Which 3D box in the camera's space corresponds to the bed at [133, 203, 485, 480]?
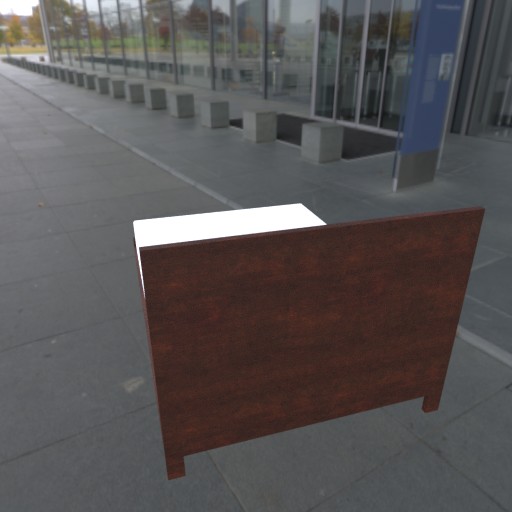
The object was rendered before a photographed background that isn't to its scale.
[{"bbox_3d":[0.000,0.000,3.102,1.600,1.270,2.184,-8,27,-15],"label":"bed"}]
